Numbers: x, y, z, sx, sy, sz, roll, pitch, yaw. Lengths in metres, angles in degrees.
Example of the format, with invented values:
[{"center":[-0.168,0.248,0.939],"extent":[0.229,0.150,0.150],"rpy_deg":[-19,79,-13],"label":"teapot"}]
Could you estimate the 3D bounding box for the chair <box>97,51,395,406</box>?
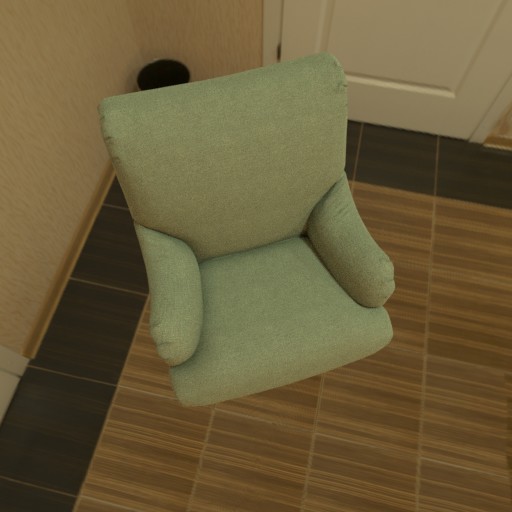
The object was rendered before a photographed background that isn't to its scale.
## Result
[{"center":[0.000,0.000,1.924],"extent":[0.964,1.178,1.060],"rpy_deg":[-15,65,-7],"label":"chair"}]
